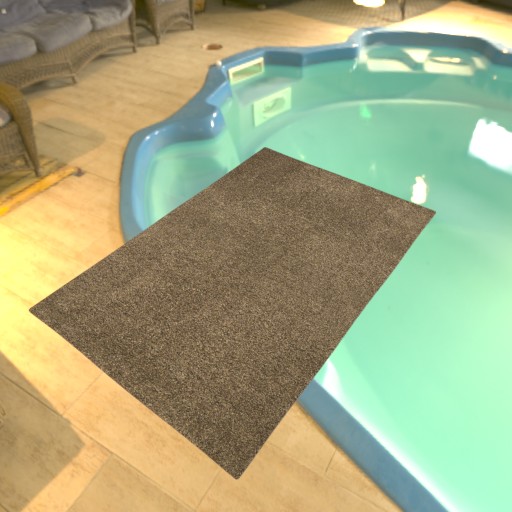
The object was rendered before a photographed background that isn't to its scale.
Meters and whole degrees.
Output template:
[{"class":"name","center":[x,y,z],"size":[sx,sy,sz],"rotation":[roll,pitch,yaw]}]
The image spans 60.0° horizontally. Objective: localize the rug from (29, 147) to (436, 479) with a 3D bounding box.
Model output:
[{"class":"rug","center":[0.000,0.000,3.369],"size":[1.802,0.026,2.699],"rotation":[27,50,26]}]
